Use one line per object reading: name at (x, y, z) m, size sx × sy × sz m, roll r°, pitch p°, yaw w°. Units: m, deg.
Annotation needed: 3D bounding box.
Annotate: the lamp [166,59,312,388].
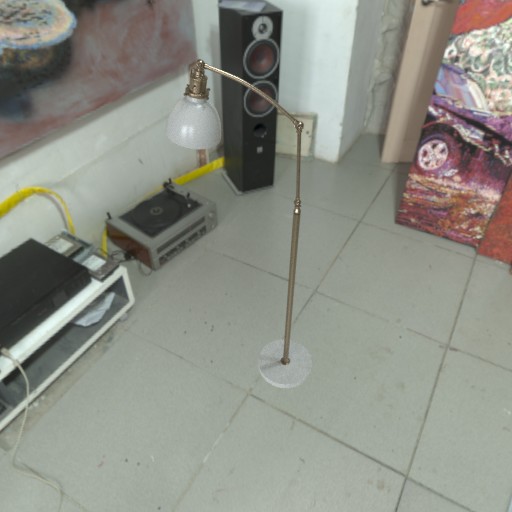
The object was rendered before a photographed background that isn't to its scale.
lamp at (0.000, 0.000, 1.855) m, size 0.599 × 1.586 × 0.288 m, roll 0°, pitch 43°, yaw 0°
